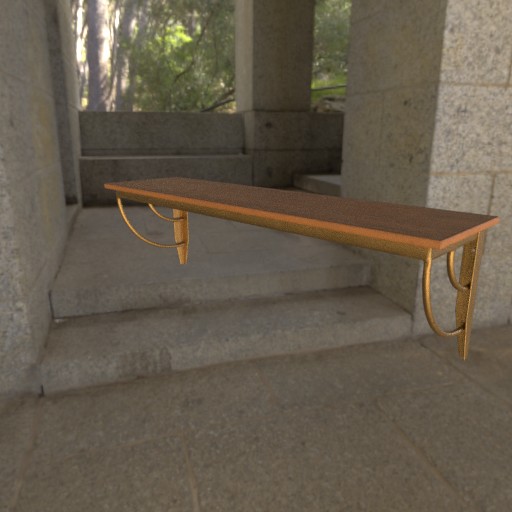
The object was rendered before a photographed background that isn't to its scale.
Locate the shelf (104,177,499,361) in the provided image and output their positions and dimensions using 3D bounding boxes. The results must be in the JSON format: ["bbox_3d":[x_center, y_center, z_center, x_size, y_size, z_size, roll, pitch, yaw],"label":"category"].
[{"bbox_3d":[0.000,0.000,0.702,0.636,0.190,0.166,15,22,42],"label":"shelf"}]
